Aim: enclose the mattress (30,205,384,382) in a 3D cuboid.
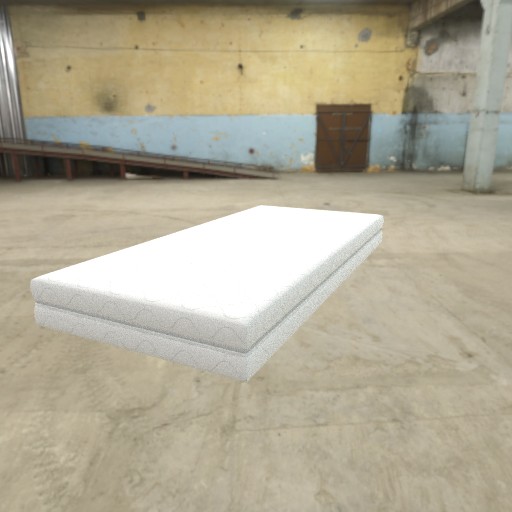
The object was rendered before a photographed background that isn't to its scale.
[{"bbox_3d":[0.000,0.000,2.258,0.900,0.200,1.900,8,17,26],"label":"mattress"}]
